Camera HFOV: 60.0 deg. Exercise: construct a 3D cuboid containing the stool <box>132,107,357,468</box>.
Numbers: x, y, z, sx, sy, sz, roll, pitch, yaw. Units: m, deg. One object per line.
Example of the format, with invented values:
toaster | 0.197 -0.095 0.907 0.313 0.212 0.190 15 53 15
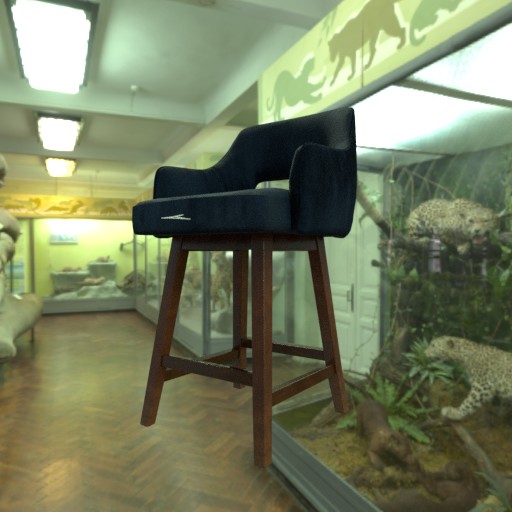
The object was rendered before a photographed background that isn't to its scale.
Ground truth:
stool | 0.000 0.000 1.305 0.550 0.940 0.560 1 1 36
